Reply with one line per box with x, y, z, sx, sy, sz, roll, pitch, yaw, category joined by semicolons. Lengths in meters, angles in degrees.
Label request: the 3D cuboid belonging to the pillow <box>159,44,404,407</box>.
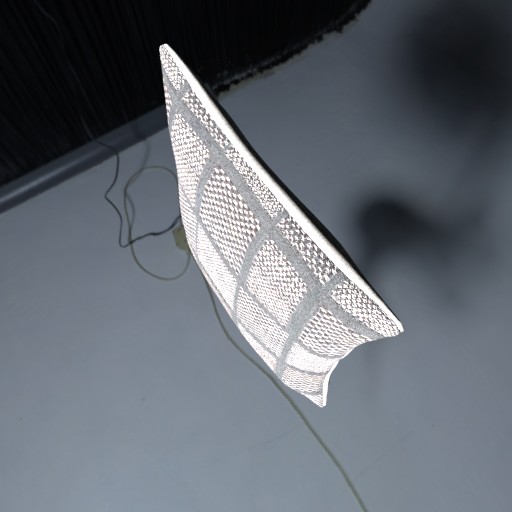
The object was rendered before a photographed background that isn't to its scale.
0.000;0.000;0.649;0.138;0.432;0.435;-31;67;-14;pillow
